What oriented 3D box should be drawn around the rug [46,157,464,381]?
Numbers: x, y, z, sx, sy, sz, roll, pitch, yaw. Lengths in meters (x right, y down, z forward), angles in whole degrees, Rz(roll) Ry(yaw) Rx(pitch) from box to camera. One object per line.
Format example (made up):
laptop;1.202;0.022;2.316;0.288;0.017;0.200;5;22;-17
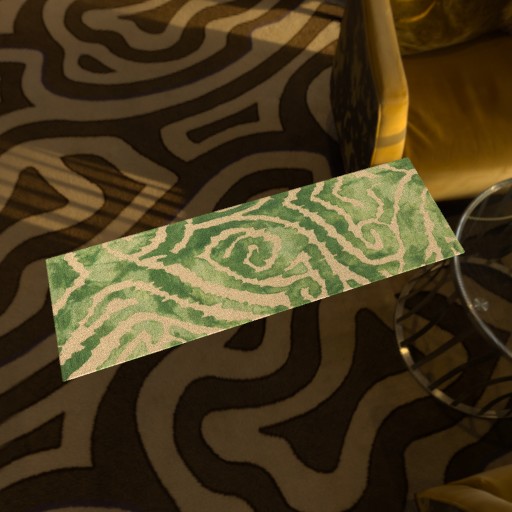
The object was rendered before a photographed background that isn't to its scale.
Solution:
rug;0.000;0.000;2.701;2.438;0.006;0.761;-17;66;-8
